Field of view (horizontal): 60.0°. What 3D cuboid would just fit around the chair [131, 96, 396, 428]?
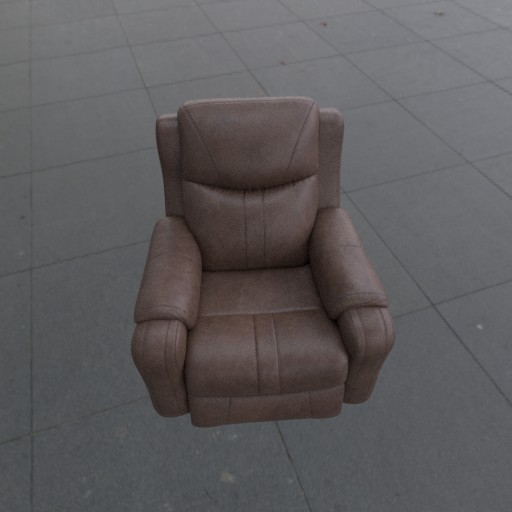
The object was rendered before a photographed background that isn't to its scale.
[{"bbox_3d":[0.000,0.000,1.854,0.940,0.990,1.067,-3,46,-3],"label":"chair"}]
